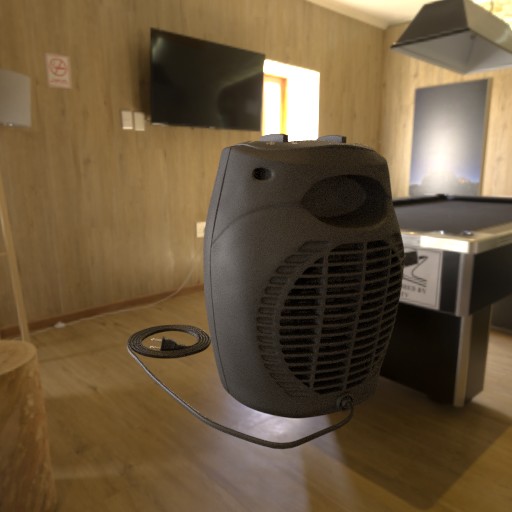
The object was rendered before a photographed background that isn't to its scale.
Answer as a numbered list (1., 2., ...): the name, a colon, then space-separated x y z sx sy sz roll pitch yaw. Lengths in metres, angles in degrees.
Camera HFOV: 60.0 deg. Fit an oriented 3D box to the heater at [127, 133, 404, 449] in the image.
1. heater: 0.000 0.000 0.460 0.239 0.240 0.291 -6 13 -26
